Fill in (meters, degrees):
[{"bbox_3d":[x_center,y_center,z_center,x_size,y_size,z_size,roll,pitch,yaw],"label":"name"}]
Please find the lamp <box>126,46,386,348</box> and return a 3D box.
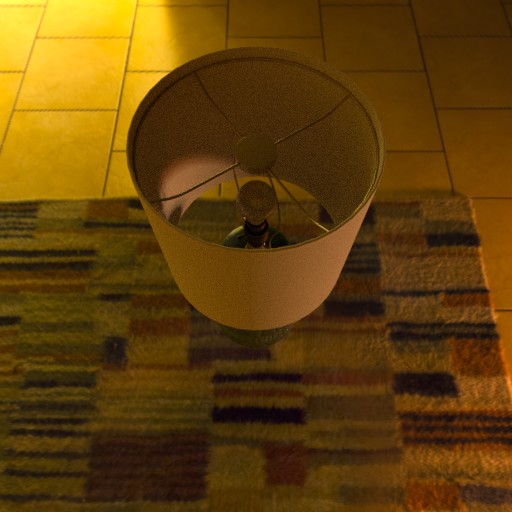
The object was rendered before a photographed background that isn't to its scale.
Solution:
[{"bbox_3d":[0.000,0.000,0.567,0.211,0.455,0.211,-18,66,-9],"label":"lamp"}]
